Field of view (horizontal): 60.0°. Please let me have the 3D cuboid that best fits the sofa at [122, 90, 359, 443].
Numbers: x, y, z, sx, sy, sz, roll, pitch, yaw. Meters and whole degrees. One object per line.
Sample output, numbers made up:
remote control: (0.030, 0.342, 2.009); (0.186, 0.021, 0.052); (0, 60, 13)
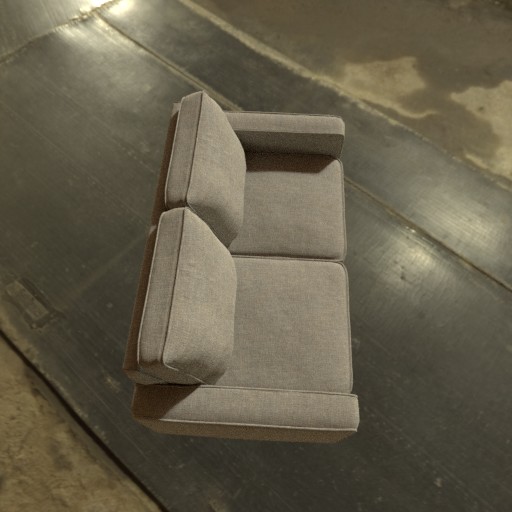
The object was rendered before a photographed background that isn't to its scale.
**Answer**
sofa: (0.000, 0.000, 2.278); (0.945, 0.915, 1.706); (3, 63, 1)
